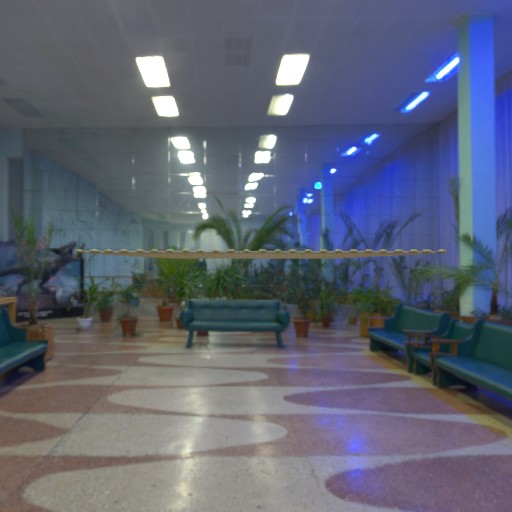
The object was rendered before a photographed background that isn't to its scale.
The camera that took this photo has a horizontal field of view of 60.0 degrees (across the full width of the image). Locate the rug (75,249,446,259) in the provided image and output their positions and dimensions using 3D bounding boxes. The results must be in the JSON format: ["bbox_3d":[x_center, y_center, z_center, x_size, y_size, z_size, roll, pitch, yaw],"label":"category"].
[{"bbox_3d":[0.000,0.000,3.029,1.540,0.018,2.435,0,-1,-1],"label":"rug"}]
